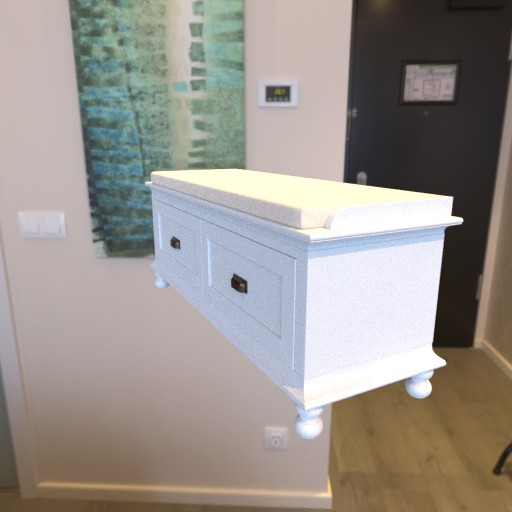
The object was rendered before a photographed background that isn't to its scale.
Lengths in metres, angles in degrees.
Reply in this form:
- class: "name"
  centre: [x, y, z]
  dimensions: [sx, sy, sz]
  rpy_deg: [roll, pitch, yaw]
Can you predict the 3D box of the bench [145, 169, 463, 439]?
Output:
- class: "bench"
  centre: [0.000, 0.000, 1.434]
  dimensions: [0.402, 0.486, 1.185]
  rpy_deg: [-8, 16, -27]
